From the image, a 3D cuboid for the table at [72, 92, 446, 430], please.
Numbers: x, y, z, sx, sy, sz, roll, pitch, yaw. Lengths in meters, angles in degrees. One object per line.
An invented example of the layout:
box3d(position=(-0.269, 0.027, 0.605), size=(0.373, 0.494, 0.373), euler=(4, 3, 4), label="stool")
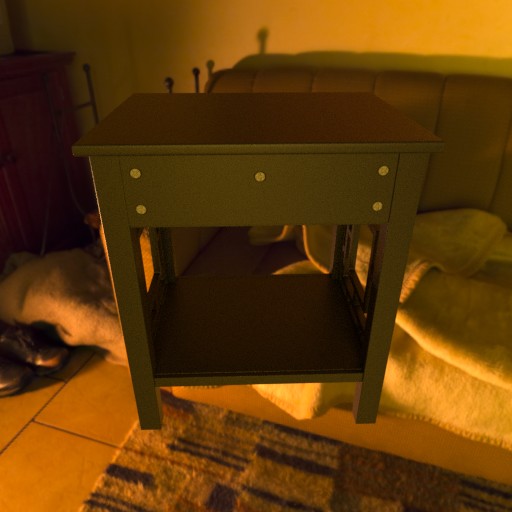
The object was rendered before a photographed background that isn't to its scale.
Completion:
box3d(position=(0.000, 0.000, 1.020), size=(0.564, 0.646, 0.451), euler=(-1, 30, -2), label="table")
